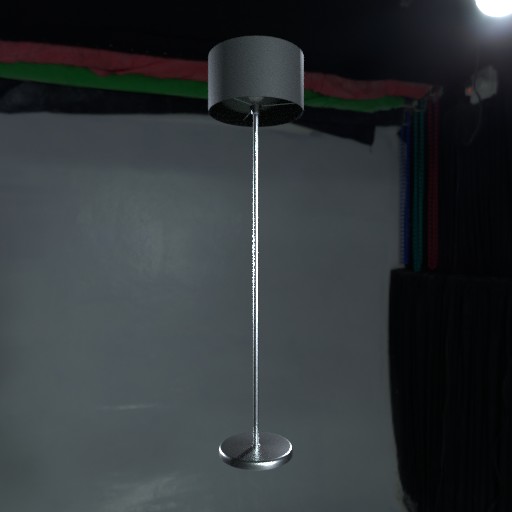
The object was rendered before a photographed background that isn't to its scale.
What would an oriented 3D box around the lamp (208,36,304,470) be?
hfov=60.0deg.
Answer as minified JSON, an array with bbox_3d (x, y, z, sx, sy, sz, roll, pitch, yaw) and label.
[{"bbox_3d":[0.000,0.000,1.625,0.348,1.443,0.348,0,0,-17],"label":"lamp"}]
